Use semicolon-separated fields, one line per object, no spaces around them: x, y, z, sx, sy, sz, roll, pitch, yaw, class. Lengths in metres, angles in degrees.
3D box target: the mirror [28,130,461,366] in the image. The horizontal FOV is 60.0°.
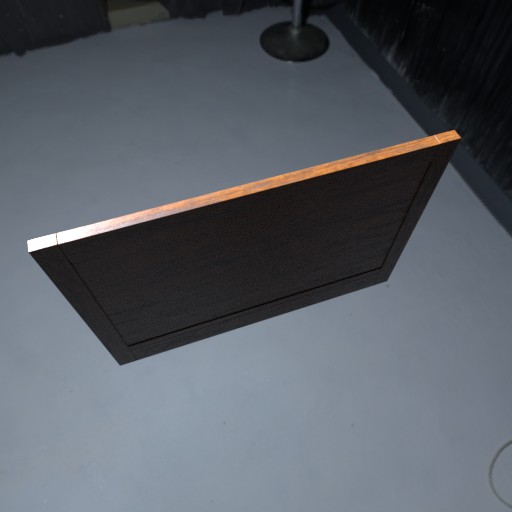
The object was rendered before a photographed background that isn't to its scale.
0.000;0.000;0.985;0.758;0.537;0.084;-16;59;-10;mirror
